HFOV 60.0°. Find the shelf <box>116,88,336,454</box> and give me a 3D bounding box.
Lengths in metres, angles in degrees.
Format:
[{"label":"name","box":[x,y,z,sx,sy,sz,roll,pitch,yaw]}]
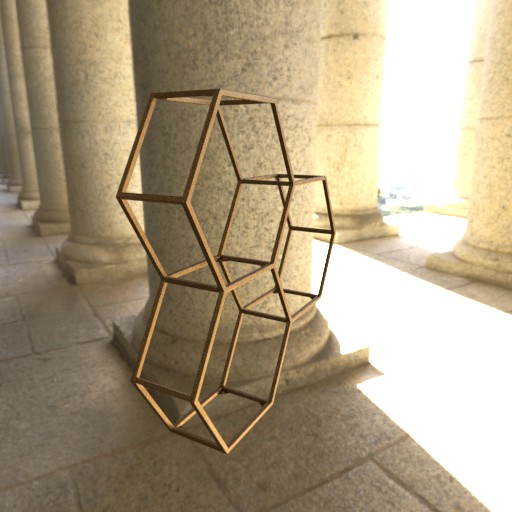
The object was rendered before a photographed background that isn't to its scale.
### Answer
[{"label":"shelf","box":[0.000,0.000,1.061,0.150,0.701,0.708,8,17,28]}]
